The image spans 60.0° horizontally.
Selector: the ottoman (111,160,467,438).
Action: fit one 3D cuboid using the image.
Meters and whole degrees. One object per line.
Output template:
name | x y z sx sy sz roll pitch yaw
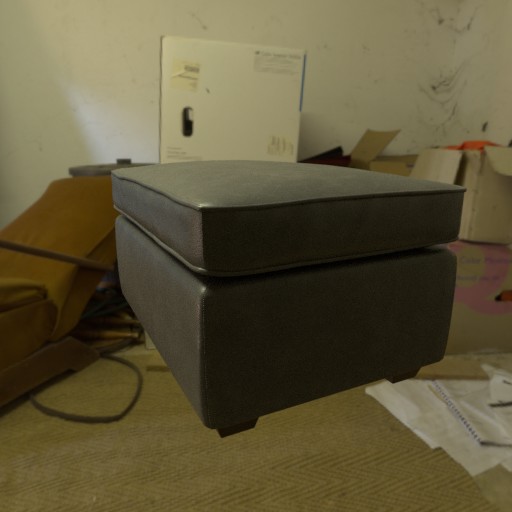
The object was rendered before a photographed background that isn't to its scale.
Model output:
ottoman | 0.000 0.000 1.081 0.554 0.445 0.756 -7 17 -26
